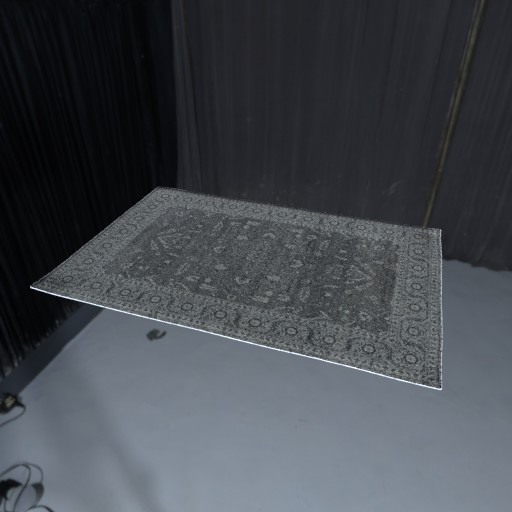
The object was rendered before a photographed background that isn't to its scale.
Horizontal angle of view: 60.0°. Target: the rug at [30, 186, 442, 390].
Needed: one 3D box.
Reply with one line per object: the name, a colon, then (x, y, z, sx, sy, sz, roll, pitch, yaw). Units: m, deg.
rug: (0.000, 0.000, 2.304, 1.828, 0.019, 1.209, 11, 35, 16)
